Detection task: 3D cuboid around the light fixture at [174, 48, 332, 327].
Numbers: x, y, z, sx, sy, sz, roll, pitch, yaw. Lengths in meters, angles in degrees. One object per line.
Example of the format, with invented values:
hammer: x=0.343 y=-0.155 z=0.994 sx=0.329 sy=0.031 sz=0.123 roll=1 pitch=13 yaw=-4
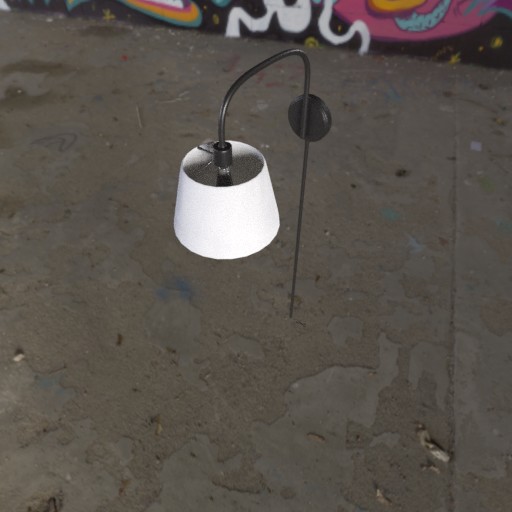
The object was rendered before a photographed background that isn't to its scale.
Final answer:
light fixture: x=0.000 y=0.000 z=0.467 sx=0.092 sy=0.399 sz=0.176 roll=29 pitch=52 yaw=25
